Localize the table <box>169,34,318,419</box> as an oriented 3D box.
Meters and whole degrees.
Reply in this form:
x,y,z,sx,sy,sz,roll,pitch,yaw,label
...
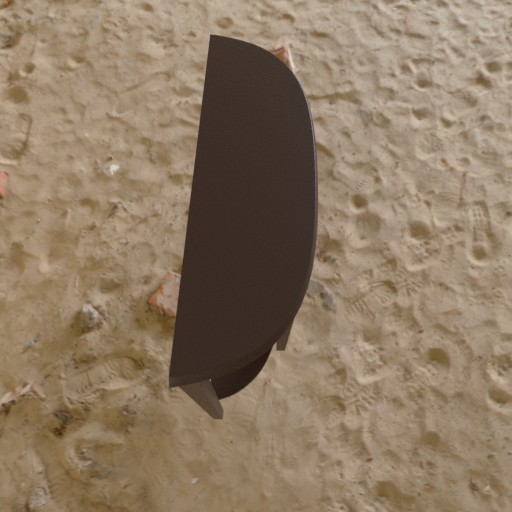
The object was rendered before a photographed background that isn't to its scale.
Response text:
x,y,z,sx,sy,sz,roll,pitch,yaw,label
0.000,0.000,1.341,0.274,0.831,0.909,2,65,1,table
